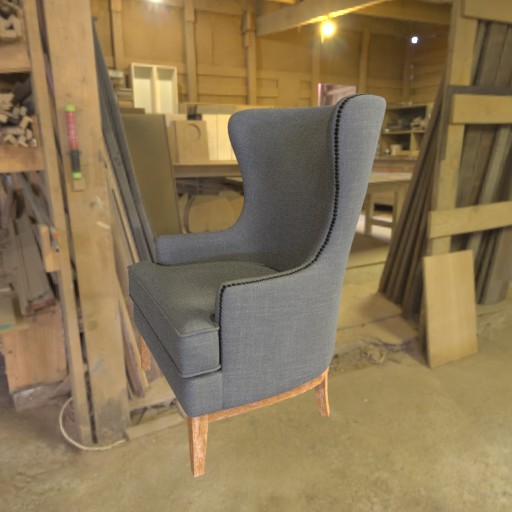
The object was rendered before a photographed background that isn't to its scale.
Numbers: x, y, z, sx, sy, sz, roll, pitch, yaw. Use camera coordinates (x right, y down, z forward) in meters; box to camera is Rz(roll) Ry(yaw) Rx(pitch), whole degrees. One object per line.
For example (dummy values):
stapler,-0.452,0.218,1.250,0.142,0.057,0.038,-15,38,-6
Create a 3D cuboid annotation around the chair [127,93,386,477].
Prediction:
chair,0.000,0.000,1.768,0.883,1.176,0.864,-7,16,-25
